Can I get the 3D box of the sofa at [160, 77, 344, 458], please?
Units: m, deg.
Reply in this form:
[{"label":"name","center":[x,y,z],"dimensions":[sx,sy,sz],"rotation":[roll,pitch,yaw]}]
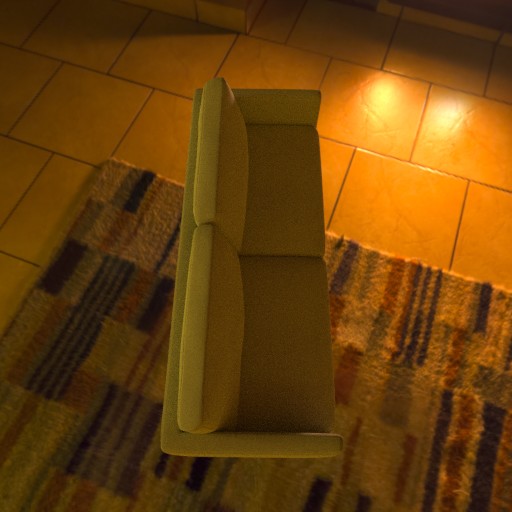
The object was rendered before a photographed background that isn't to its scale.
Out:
[{"label":"sofa","center":[0.000,0.000,2.946],"dimensions":[0.948,0.965,2.434],"rotation":[1,65,0]}]
